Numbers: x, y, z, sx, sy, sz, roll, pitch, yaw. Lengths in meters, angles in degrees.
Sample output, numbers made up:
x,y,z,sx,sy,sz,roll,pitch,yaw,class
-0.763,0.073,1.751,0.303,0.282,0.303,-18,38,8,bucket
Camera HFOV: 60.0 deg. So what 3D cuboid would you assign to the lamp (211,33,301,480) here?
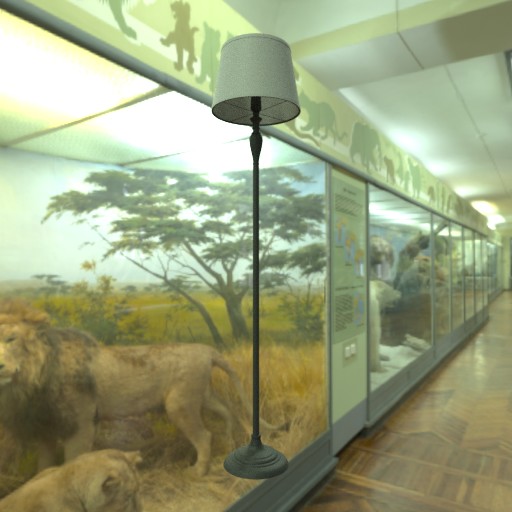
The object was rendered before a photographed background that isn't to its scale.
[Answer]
x,y,z,sx,sy,sz,roll,pitch,yaw,class
0.000,0.000,1.617,0.327,1.506,0.327,0,-1,2,lamp
